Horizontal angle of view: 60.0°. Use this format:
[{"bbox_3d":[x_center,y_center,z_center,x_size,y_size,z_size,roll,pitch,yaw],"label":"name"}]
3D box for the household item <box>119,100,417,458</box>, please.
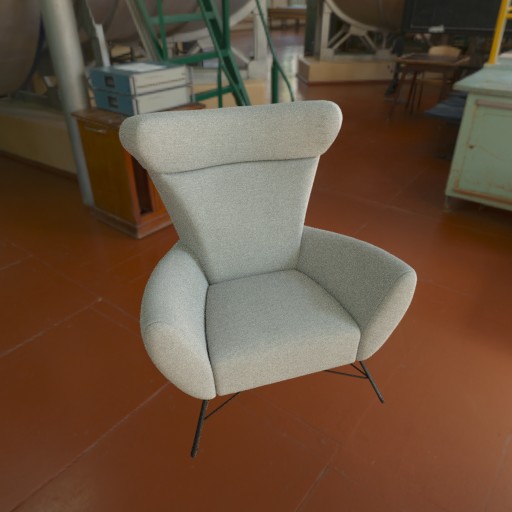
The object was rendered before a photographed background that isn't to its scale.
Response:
[{"bbox_3d":[0.000,0.000,1.802,0.980,1.050,0.900,-10,33,-15],"label":"household item"}]
